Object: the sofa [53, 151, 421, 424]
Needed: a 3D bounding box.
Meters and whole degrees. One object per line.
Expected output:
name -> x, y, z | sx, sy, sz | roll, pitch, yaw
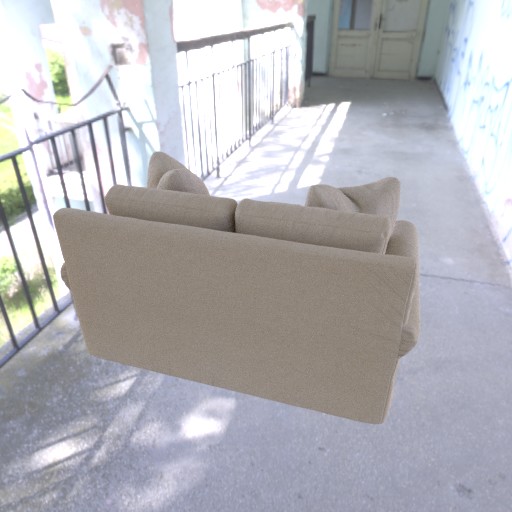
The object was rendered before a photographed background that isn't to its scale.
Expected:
sofa -> 0.000, 0.000, 2.229 | 1.550, 0.905, 1.070 | 9, 32, 15
